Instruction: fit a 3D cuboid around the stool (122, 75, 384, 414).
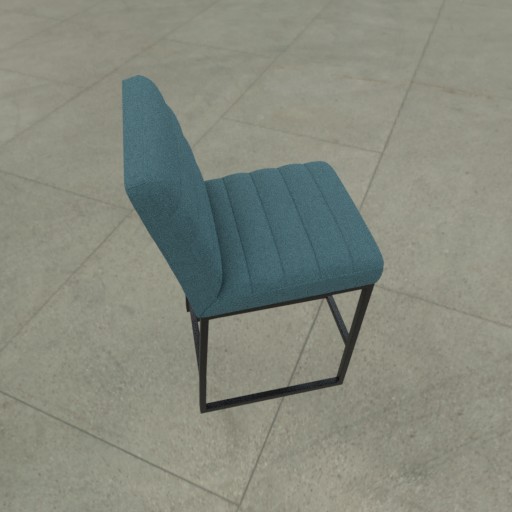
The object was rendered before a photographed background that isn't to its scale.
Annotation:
[{"bbox_3d":[0.000,0.000,1.282,0.560,0.940,0.460,-9,47,-8],"label":"stool"}]
